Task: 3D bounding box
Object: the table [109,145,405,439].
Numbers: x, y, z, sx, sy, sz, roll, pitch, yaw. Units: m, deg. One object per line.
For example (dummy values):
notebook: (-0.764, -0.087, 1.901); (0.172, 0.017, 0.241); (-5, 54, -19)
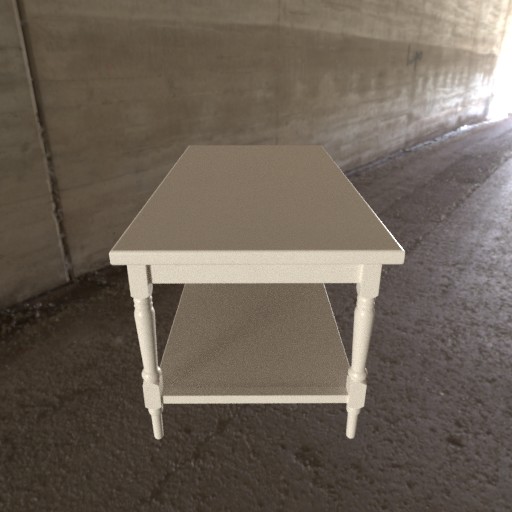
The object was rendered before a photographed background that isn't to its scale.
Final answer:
table: (0.000, 0.000, 1.428); (0.550, 0.510, 1.107); (0, 24, 0)
